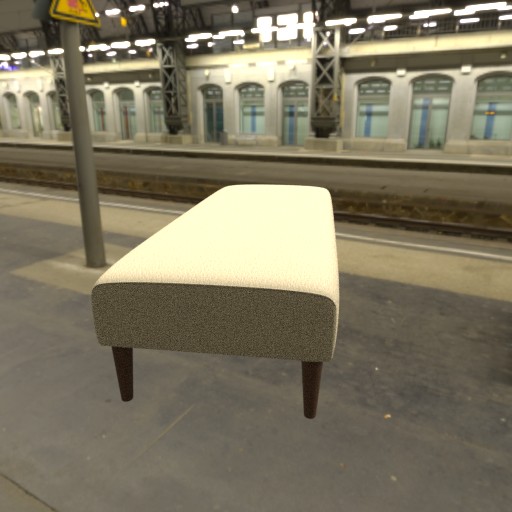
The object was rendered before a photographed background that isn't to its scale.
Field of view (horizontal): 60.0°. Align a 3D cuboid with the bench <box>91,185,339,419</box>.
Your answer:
[{"bbox_3d":[0.000,0.000,1.864,0.646,0.393,1.609,2,18,8],"label":"bench"}]
